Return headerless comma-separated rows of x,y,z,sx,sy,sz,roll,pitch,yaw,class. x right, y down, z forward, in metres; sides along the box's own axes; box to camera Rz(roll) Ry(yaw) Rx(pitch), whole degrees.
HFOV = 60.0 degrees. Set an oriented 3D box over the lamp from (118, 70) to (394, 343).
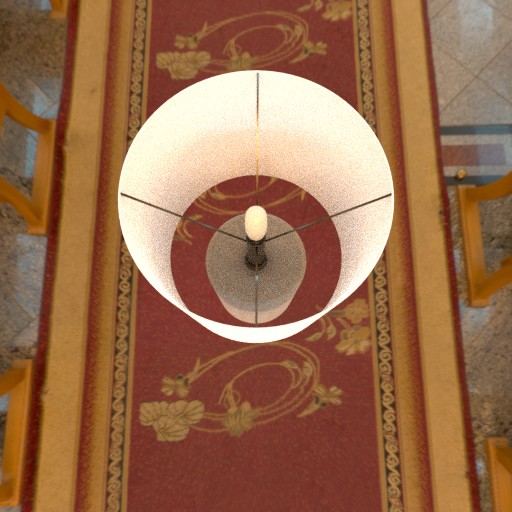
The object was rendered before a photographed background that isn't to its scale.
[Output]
0.000,0.000,0.534,0.206,0.416,0.206,0,76,0,lamp
